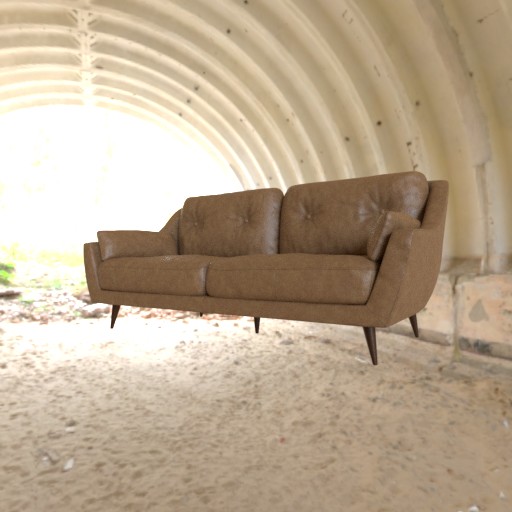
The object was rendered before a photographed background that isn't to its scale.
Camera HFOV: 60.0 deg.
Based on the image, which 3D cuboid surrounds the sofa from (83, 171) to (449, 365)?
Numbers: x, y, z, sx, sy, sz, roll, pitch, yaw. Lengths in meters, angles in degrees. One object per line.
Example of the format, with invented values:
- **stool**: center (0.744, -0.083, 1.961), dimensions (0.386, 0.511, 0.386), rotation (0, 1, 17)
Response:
- **sofa**: center (0.000, 0.000, 2.397), dimensions (1.902, 0.839, 0.904), rotation (-1, -1, 35)
